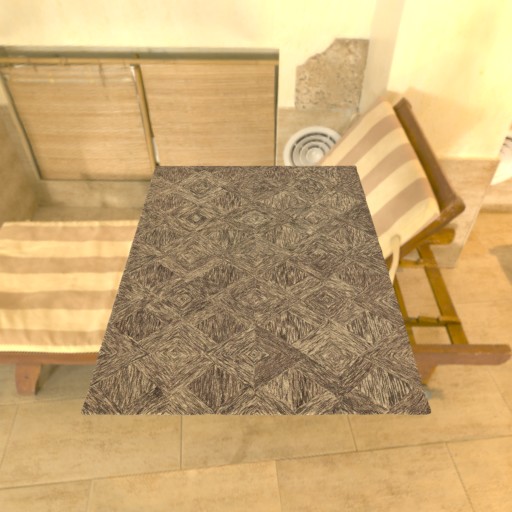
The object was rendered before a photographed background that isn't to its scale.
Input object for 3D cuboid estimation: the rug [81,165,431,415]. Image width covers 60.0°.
[{"bbox_3d":[0.000,0.000,4.235,2.448,0.017,3.204,0,43,0],"label":"rug"}]
